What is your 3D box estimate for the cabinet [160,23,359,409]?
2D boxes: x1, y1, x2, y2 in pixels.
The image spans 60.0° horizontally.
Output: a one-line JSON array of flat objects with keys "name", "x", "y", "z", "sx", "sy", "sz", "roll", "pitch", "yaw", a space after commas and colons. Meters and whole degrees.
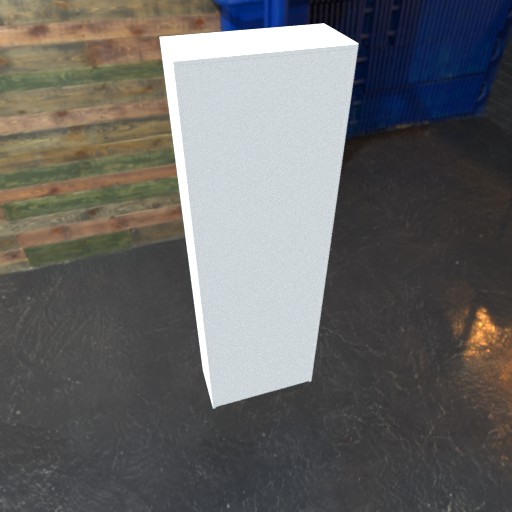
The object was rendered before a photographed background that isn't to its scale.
[{"name": "cabinet", "x": 0.000, "y": 0.000, "z": 1.797, "sx": 0.520, "sy": 1.630, "sz": 0.255, "roll": -12, "pitch": 42, "yaw": -13}]
